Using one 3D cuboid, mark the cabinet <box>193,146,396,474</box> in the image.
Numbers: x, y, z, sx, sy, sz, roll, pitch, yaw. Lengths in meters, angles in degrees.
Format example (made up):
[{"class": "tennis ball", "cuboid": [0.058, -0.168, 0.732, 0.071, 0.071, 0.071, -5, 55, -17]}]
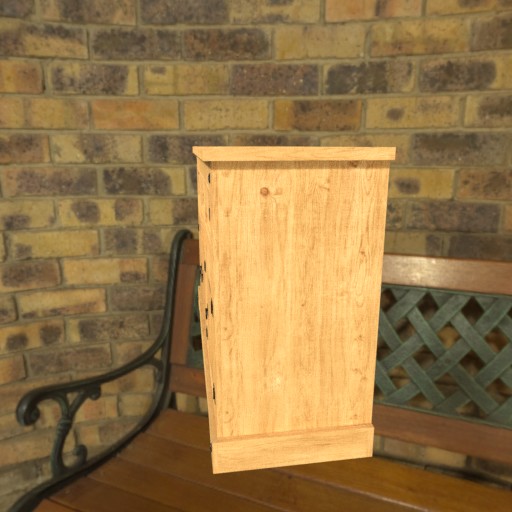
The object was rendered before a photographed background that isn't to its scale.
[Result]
[{"class": "cabinet", "cuboid": [0.000, 0.000, 1.693, 0.432, 0.810, 1.321, -2, 14, -9]}]
